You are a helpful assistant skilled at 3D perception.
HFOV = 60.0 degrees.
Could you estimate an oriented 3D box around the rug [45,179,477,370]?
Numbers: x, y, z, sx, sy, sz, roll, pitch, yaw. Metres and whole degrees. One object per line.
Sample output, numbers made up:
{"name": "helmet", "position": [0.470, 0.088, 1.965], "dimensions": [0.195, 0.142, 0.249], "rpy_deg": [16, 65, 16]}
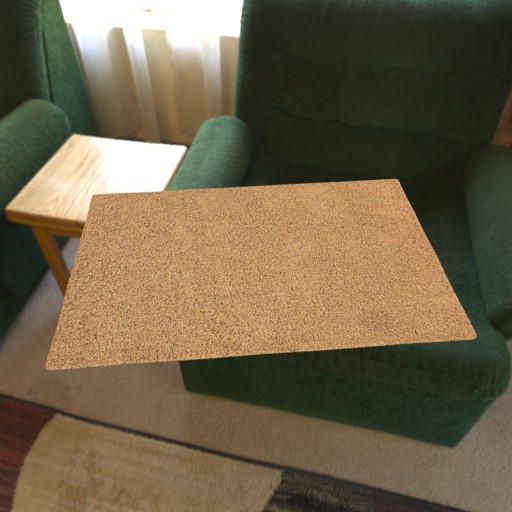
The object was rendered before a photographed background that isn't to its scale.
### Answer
{"name": "rug", "position": [0.000, 0.000, 3.012], "dimensions": [2.438, 0.030, 1.524], "rpy_deg": [-3, 46, -3]}
